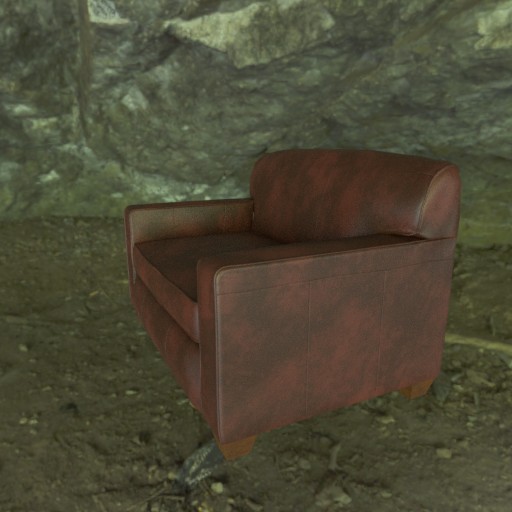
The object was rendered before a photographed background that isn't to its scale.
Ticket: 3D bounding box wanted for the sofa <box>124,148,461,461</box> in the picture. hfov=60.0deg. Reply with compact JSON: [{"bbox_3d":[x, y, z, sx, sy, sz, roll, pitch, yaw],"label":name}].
[{"bbox_3d":[0.000,0.000,2.041,1.000,0.956,1.413,-7,16,-25],"label":"sofa"}]
